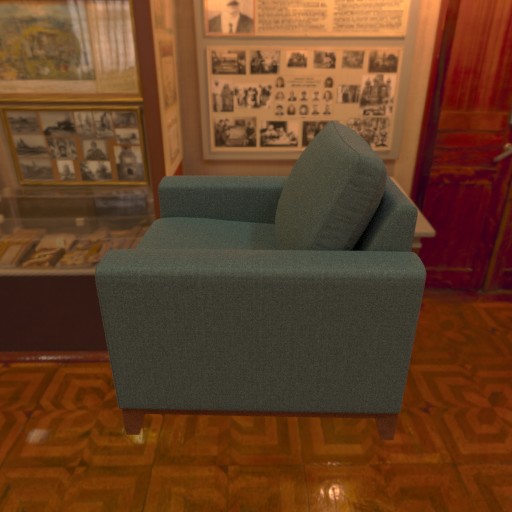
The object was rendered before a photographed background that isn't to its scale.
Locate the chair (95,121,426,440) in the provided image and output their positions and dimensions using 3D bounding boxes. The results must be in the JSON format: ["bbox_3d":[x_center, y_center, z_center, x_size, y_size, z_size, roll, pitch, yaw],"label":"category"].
[{"bbox_3d":[0.000,0.000,1.855,1.038,1.010,1.024,1,26,1],"label":"chair"}]
